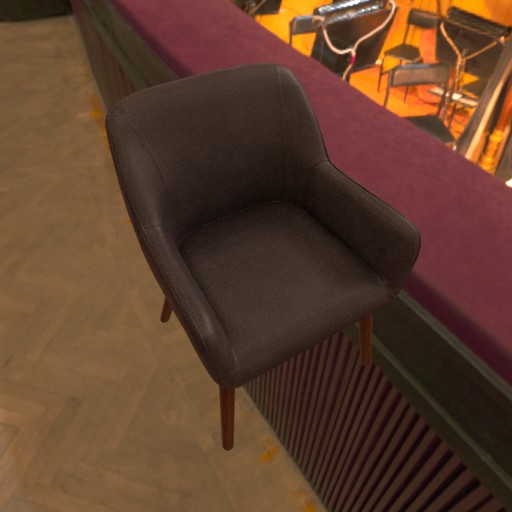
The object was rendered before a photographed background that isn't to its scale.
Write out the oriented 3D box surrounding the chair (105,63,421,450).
[{"bbox_3d":[0.000,0.000,1.255,0.610,0.828,0.610,-24,50,-21],"label":"chair"}]
